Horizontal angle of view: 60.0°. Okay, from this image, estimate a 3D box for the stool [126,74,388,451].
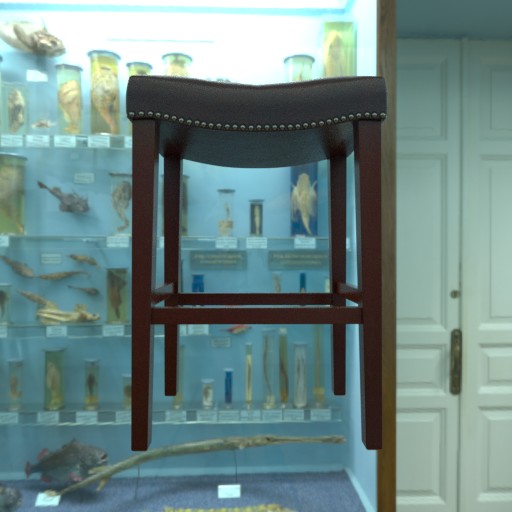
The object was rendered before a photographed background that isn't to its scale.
[{"bbox_3d":[0.000,0.000,1.024,0.504,0.742,0.372,0,0,-1],"label":"stool"}]
